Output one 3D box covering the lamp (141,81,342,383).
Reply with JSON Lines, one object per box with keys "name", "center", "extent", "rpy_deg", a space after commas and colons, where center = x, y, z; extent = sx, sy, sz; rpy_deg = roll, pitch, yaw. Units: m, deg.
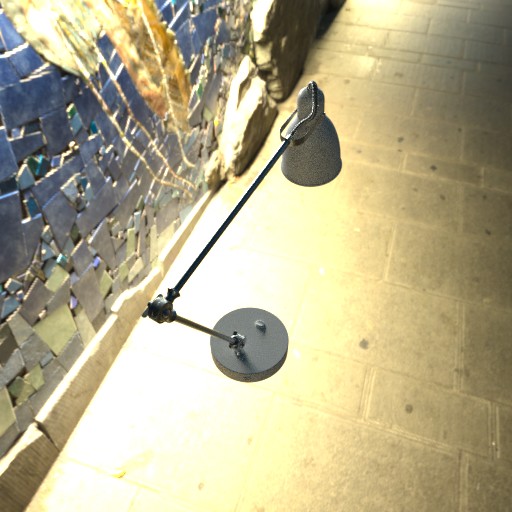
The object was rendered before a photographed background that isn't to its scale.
{"name": "lamp", "center": [0.000, 0.000, 0.878], "extent": [0.187, 0.587, 0.561], "rpy_deg": [25, 51, 22]}
